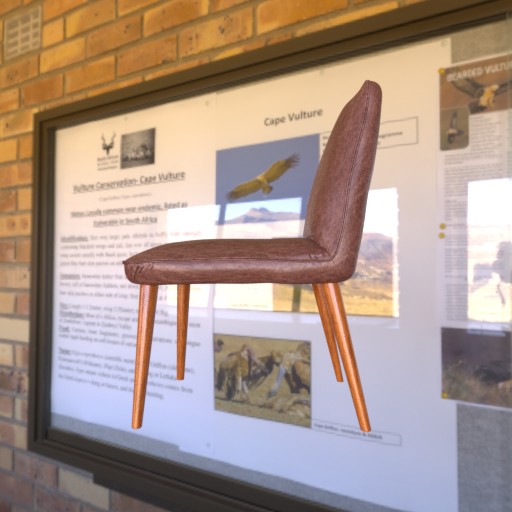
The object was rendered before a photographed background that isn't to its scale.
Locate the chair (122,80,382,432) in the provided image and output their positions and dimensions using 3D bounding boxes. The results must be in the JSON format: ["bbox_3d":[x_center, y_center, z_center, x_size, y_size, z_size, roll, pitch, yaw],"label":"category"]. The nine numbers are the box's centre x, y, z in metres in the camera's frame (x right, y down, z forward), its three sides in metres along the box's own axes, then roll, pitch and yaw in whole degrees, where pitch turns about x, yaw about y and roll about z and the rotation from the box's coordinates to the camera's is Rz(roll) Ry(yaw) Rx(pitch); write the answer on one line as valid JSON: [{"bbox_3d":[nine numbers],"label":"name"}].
[{"bbox_3d":[0.000,0.000,1.242,0.645,0.803,0.543,0,-2,-1],"label":"chair"}]
